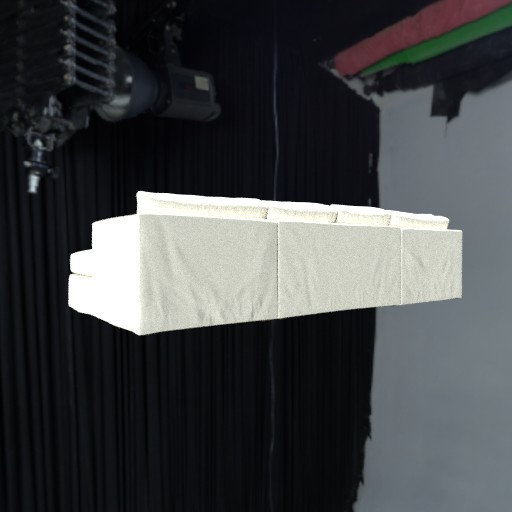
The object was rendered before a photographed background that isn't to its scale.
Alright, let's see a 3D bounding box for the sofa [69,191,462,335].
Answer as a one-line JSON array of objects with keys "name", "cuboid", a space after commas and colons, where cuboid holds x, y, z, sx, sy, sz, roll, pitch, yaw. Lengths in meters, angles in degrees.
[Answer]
[{"name": "sofa", "cuboid": [0.000, 0.000, 4.476, 3.460, 0.882, 2.427, 0, 1, -36]}]
